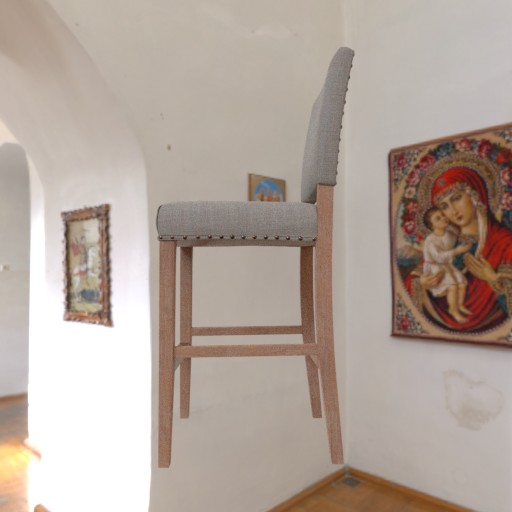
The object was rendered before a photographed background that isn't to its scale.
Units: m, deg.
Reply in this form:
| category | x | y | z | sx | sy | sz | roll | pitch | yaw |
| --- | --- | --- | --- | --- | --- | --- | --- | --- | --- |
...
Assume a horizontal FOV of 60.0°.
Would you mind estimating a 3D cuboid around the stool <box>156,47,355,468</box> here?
| category | x | y | z | sx | sy | sz | roll | pitch | yaw |
| --- | --- | --- | --- | --- | --- | --- | --- | --- | --- |
| stool | 0.000 | 0.000 | 1.479 | 0.585 | 1.203 | 0.445 | 0 | -1 | -1 |
